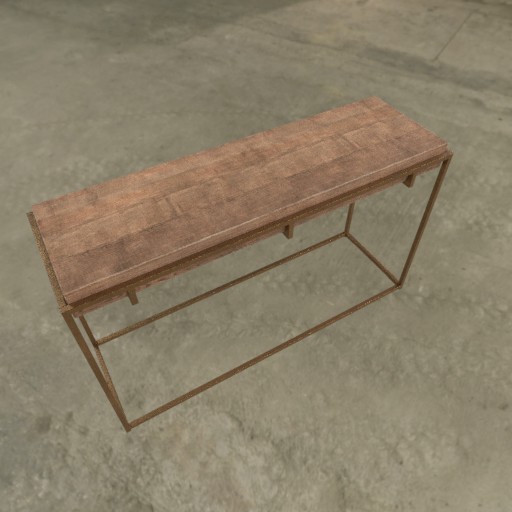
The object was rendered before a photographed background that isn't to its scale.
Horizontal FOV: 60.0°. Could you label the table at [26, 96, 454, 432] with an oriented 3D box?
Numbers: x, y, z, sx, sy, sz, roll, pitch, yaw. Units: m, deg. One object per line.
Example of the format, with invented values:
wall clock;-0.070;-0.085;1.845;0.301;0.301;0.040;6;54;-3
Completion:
table;0.000;0.000;1.764;1.400;0.820;0.440;-23;51;-20
